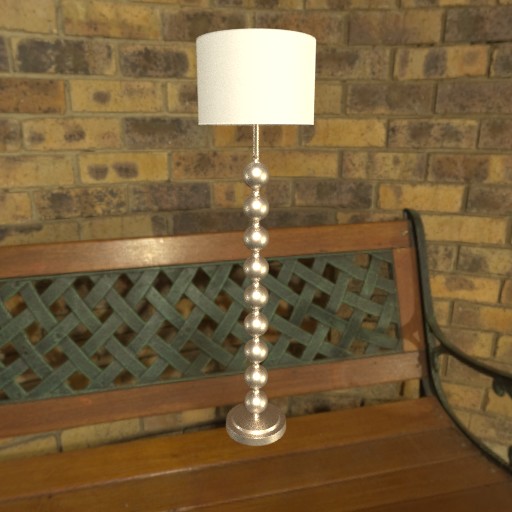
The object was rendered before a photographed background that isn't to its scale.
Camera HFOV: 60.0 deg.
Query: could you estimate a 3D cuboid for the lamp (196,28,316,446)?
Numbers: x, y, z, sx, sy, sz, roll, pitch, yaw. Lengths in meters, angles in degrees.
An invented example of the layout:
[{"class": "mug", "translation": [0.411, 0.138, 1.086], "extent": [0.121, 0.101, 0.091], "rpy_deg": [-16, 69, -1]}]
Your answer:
[{"class": "lamp", "translation": [0.000, 0.000, 1.654], "extent": [0.394, 1.474, 0.394], "rpy_deg": [-15, 21, -42]}]
